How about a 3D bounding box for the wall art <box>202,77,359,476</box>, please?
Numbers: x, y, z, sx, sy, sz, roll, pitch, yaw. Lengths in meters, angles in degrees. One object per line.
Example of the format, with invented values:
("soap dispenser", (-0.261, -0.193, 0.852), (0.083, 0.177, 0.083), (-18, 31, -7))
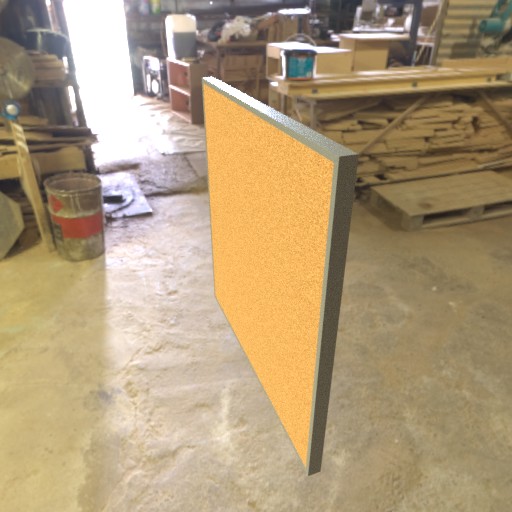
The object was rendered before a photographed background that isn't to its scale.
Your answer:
("wall art", (0.000, 0.000, 1.217), (0.038, 0.807, 0.809), (-11, 32, -18))
